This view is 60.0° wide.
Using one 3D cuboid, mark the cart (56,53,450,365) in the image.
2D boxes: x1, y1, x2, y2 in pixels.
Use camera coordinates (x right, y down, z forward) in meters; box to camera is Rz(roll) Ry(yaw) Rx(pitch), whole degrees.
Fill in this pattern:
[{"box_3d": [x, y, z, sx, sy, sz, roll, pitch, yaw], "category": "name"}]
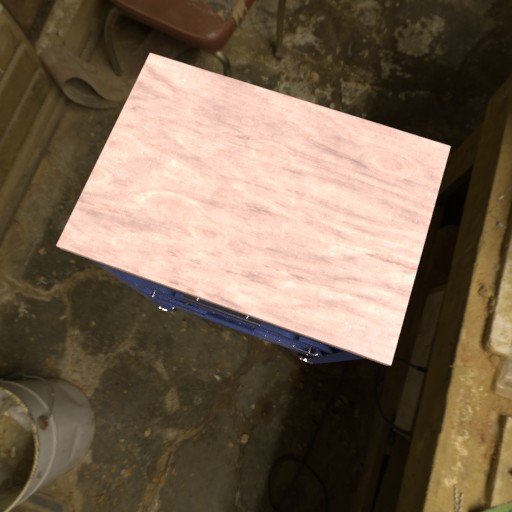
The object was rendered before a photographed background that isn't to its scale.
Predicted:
[{"box_3d": [0.000, 0.000, 1.163, 0.584, 0.839, 0.403, 19, 76, 5], "category": "cart"}]
